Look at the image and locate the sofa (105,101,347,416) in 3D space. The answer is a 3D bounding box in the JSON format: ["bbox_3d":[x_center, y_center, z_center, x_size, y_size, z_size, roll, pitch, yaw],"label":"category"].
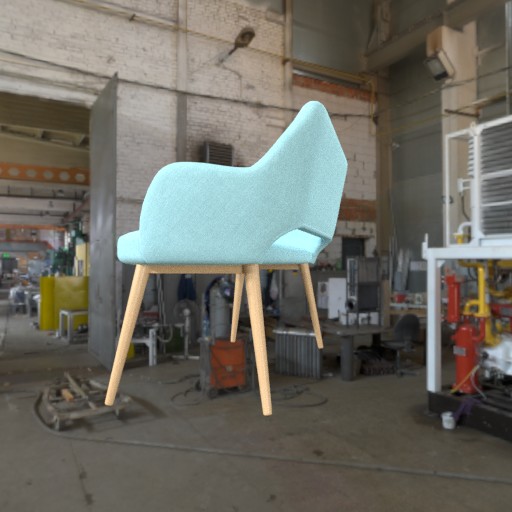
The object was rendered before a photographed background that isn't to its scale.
[{"bbox_3d":[0.000,0.000,1.639,0.610,0.840,1.150,0,-1,17],"label":"sofa"}]
